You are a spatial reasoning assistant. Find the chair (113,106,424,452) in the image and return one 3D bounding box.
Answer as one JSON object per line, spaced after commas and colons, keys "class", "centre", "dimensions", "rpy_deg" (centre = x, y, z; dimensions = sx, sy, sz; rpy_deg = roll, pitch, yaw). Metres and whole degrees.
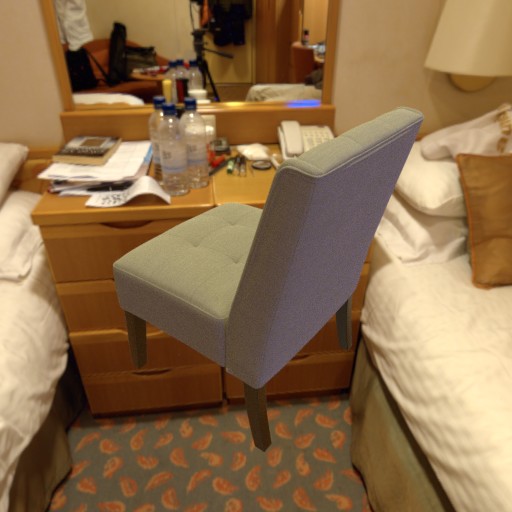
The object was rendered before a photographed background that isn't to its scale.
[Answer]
{"class": "chair", "centre": [0.000, 0.000, 1.319], "dimensions": [0.676, 0.853, 0.569], "rpy_deg": [21, 37, 31]}
